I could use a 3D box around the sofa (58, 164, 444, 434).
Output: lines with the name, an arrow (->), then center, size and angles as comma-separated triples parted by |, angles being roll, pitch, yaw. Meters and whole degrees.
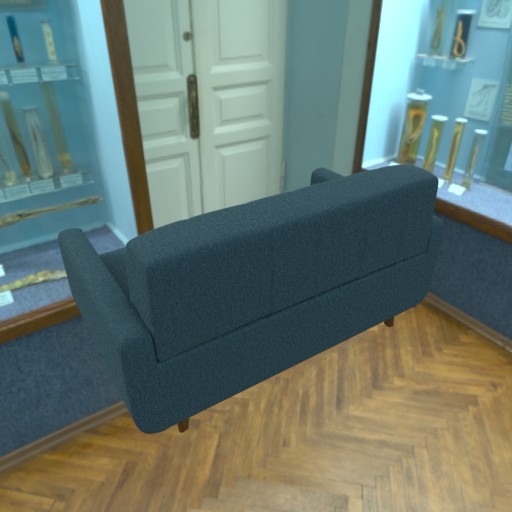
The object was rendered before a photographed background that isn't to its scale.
sofa -> 0.000, 0.000, 2.216 | 1.651, 0.896, 0.942 | -18, 36, -28
